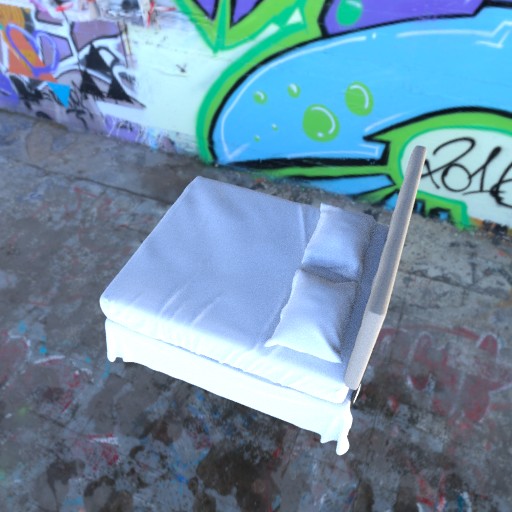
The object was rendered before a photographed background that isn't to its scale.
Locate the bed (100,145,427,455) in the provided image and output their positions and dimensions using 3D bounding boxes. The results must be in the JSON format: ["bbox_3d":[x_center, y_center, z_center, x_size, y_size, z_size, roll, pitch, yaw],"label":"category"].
[{"bbox_3d":[0.000,0.000,3.568,2.222,1.577,1.936,17,50,15],"label":"bed"}]
